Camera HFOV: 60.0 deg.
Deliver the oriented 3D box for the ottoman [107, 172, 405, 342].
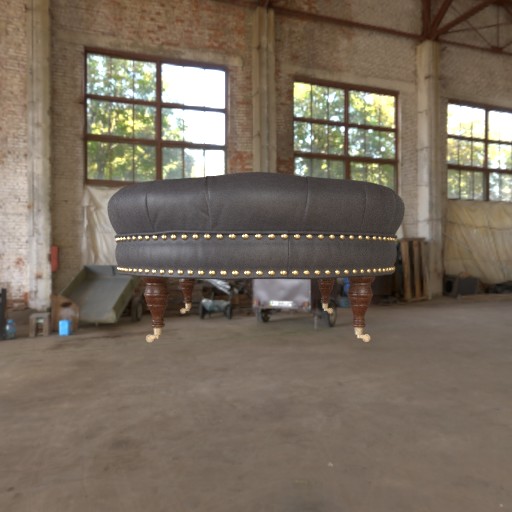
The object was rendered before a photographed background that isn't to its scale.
[{"bbox_3d":[0.000,0.000,1.416,0.901,0.439,0.901,0,0,0],"label":"ottoman"}]
